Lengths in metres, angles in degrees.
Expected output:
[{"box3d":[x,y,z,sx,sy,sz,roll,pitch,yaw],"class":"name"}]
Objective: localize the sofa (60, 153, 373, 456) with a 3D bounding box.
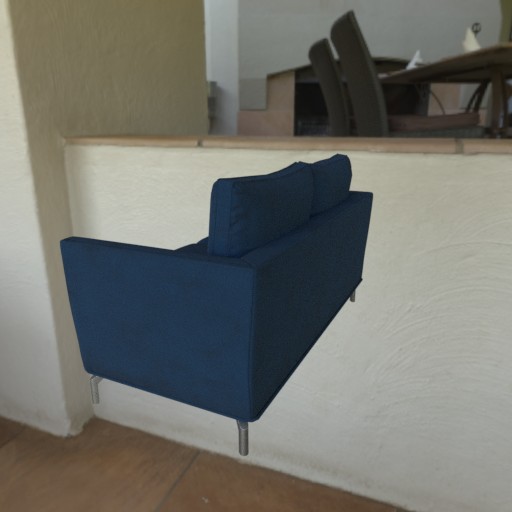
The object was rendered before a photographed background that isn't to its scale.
[{"box3d":[0.000,0.000,2.355,0.853,1.002,1.770,8,18,25],"class":"sofa"}]
